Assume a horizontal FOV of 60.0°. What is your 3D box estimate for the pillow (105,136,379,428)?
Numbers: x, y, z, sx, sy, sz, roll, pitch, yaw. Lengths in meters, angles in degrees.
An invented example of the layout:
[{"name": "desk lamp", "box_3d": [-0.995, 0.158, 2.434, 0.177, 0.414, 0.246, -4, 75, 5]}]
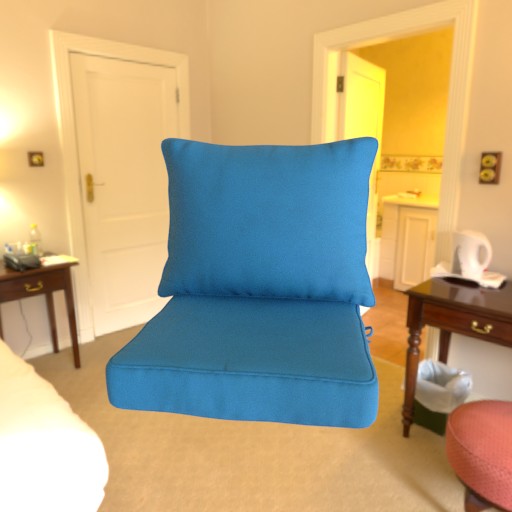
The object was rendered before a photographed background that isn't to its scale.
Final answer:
[{"name": "pillow", "box_3d": [0.000, 0.000, 1.363, 0.798, 0.725, 0.733, 2, 13, 8]}]
